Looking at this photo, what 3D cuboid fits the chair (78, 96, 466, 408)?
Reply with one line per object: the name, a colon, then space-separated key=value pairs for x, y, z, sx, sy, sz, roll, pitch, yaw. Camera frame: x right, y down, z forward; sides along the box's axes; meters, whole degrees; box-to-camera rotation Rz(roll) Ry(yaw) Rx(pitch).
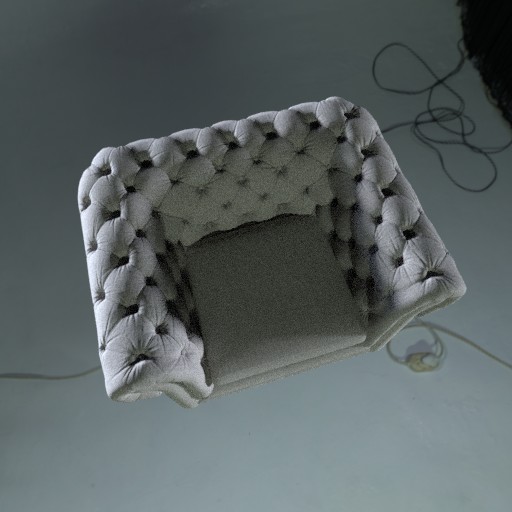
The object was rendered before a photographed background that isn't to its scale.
chair: x=0.000 y=0.000 z=1.907 sx=1.270 sy=0.770 sz=0.976 roll=-15 pitch=65 yaw=-7
